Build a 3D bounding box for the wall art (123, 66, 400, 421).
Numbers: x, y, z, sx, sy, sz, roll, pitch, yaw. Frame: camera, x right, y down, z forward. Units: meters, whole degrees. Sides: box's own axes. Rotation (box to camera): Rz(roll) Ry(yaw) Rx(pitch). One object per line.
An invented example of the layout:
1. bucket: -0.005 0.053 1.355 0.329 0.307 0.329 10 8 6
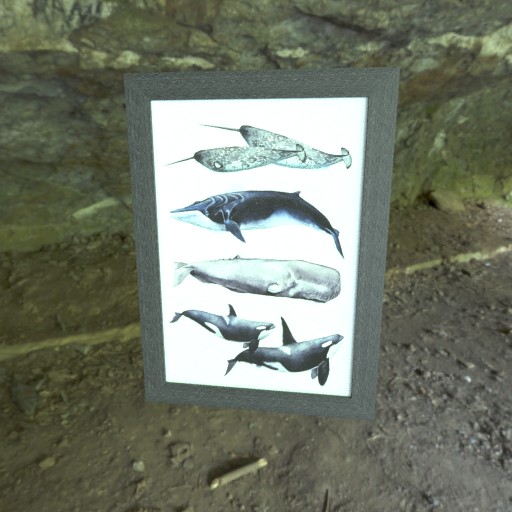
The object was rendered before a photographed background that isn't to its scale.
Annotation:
1. wall art: 0.000 0.000 1.429 0.810 1.116 0.016 2 14 8
